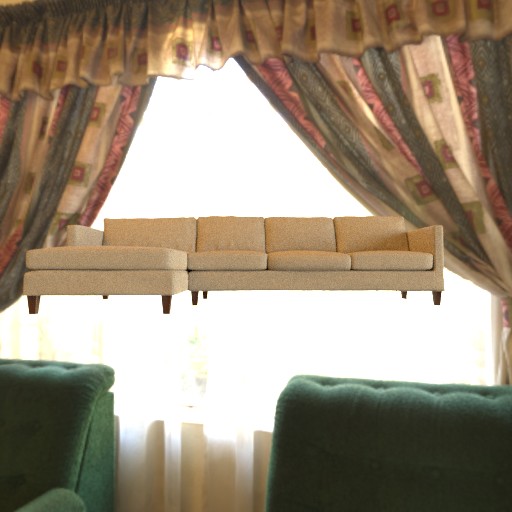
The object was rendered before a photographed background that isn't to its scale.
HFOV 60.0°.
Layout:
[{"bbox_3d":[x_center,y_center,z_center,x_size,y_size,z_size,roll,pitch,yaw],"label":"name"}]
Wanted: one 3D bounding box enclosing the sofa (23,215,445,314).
[{"bbox_3d":[0.000,0.000,3.824,3.186,0.846,1.625,0,-2,-1],"label":"sofa"}]
